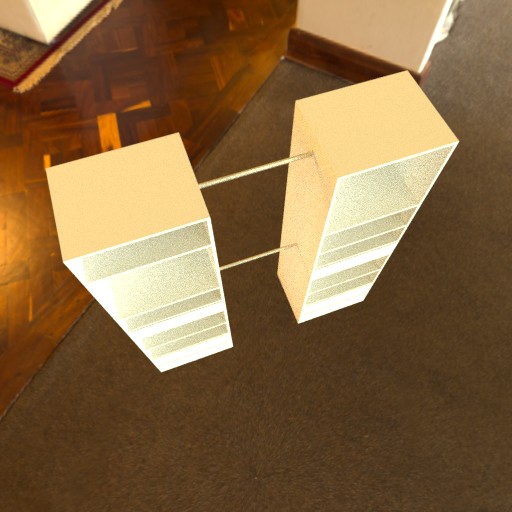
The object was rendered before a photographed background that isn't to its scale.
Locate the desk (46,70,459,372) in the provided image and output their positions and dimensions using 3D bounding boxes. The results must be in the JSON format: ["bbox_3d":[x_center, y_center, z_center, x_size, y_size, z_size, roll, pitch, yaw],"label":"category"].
[{"bbox_3d":[0.000,0.000,2.854,1.770,2.000,0.480,-18,65,-9],"label":"desk"}]
